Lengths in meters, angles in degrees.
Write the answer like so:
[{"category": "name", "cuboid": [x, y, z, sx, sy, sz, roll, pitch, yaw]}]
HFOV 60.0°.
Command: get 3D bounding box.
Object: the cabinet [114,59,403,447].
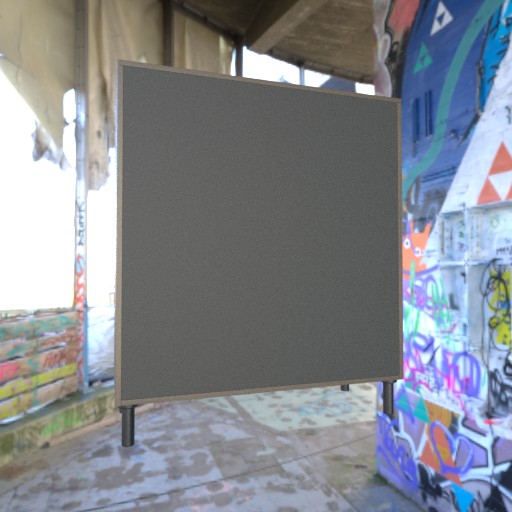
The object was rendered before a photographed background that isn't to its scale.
[{"category": "cabinet", "cuboid": [0.000, 0.000, 1.669, 1.010, 1.170, 0.400, 0, -1, -18]}]
